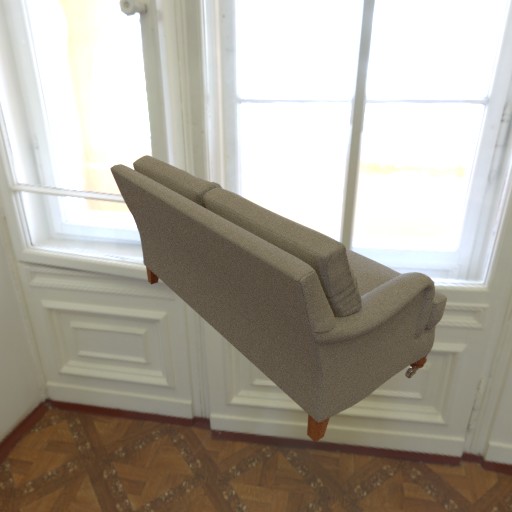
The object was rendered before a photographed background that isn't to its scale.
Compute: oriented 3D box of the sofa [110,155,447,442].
[{"bbox_3d":[0.000,0.000,2.885,1.087,1.054,2.160,-17,30,-32],"label":"sofa"}]
